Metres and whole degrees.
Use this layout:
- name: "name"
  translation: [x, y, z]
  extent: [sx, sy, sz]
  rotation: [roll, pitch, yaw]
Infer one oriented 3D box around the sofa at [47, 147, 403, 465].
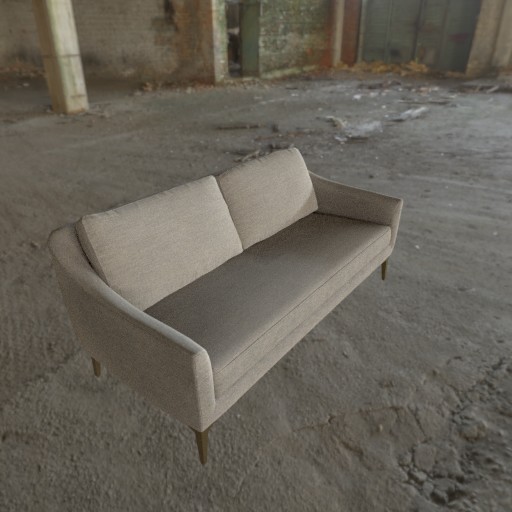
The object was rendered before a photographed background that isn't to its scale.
- name: "sofa"
  translation: [0.000, 0.000, 2.586]
  extent: [0.980, 0.913, 2.036]
  rotation: [19, 33, 32]
